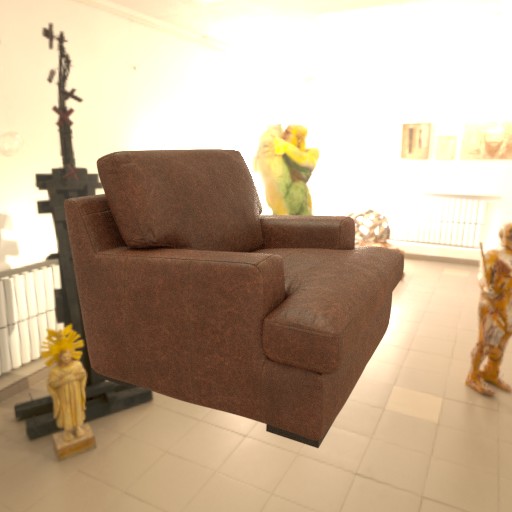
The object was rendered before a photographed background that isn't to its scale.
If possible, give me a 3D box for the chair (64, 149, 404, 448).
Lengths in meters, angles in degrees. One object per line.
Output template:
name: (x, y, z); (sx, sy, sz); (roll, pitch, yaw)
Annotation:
chair: (0.000, 0.000, 2.013); (1.143, 0.939, 1.168); (7, 16, 27)
